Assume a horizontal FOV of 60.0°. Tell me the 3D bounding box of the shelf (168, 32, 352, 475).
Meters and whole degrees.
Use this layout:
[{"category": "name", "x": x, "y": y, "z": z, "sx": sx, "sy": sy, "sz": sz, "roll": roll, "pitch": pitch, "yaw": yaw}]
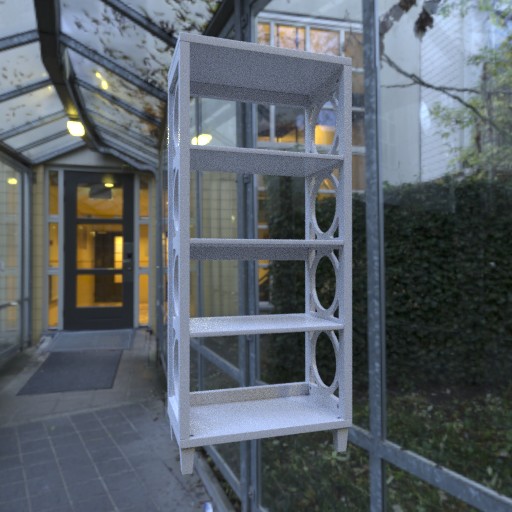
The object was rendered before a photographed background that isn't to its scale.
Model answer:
[{"category": "shelf", "x": 0.000, "y": 0.000, "z": 1.647, "sx": 0.611, "sy": 1.411, "sz": 0.340, "roll": 0, "pitch": 0, "yaw": -18}]
